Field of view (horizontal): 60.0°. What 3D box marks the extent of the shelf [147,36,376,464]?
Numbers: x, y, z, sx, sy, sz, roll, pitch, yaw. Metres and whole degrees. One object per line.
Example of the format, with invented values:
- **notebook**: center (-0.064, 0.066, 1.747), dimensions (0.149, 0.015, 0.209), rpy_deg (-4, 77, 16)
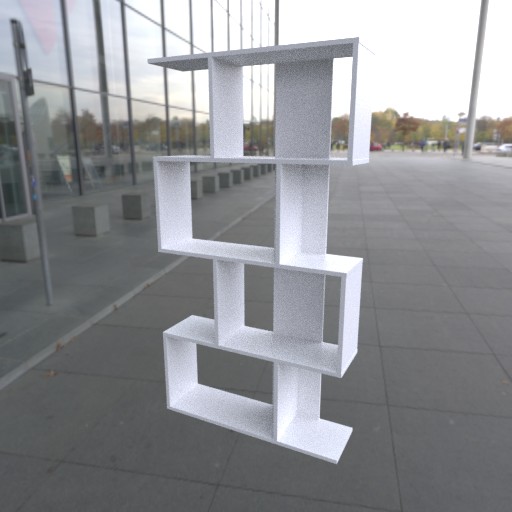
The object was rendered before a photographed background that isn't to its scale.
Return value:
- **shelf**: center (0.000, 0.000, 1.966), dimensions (0.890, 1.650, 0.250), rpy_deg (7, 16, 26)
